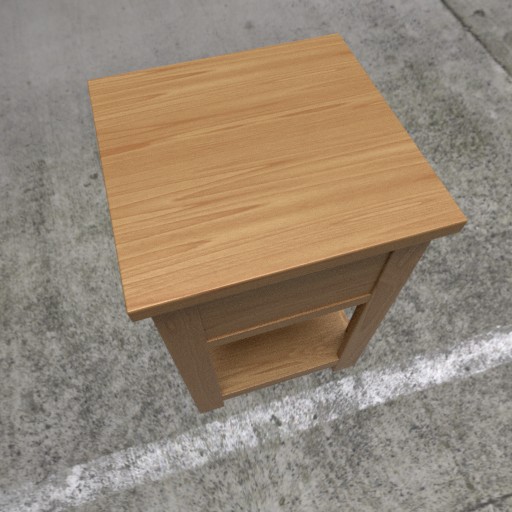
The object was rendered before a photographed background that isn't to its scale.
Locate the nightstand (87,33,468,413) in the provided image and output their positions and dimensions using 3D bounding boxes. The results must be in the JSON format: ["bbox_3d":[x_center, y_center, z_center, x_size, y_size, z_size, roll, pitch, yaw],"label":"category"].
[{"bbox_3d":[0.000,0.000,0.886,0.428,0.614,0.418,-15,60,-9],"label":"nightstand"}]
